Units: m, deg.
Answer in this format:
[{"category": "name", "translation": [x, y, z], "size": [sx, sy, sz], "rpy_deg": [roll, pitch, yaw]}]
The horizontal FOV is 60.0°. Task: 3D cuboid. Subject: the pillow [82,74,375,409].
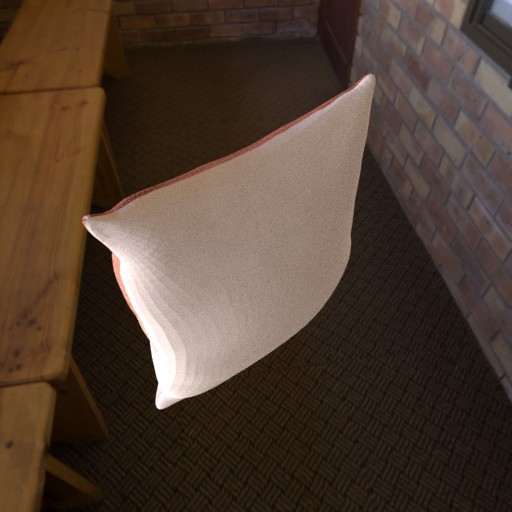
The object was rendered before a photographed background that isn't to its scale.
[{"category": "pillow", "translation": [0.000, 0.000, 0.672], "size": [0.440, 0.441, 0.182], "rpy_deg": [-33, 56, -26]}]
